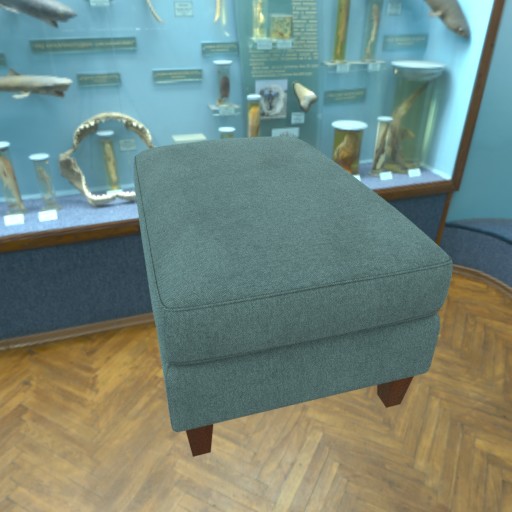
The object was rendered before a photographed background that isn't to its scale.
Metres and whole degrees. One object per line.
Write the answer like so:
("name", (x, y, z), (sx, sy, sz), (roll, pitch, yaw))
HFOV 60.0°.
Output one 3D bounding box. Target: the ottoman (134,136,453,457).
("ottoman", (0.000, 0.000, 1.209), (0.584, 0.483, 0.864), (-9, 32, -14))
